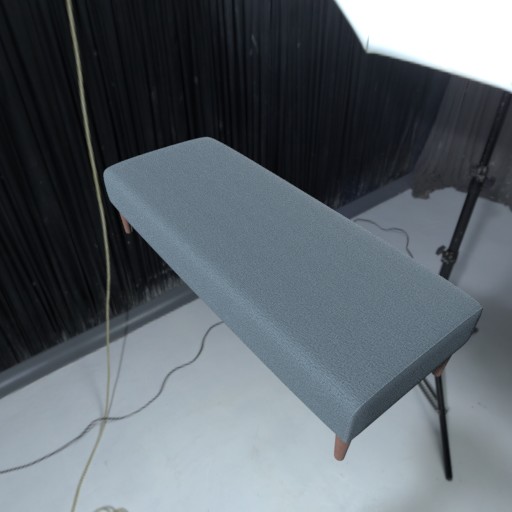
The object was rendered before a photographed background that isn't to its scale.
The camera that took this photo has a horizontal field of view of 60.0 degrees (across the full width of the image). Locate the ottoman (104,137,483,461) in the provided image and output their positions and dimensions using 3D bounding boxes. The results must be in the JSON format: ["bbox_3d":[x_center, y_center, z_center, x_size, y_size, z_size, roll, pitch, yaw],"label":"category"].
[{"bbox_3d":[0.000,0.000,1.852,0.646,0.393,1.609,-26,46,-28],"label":"ottoman"}]
